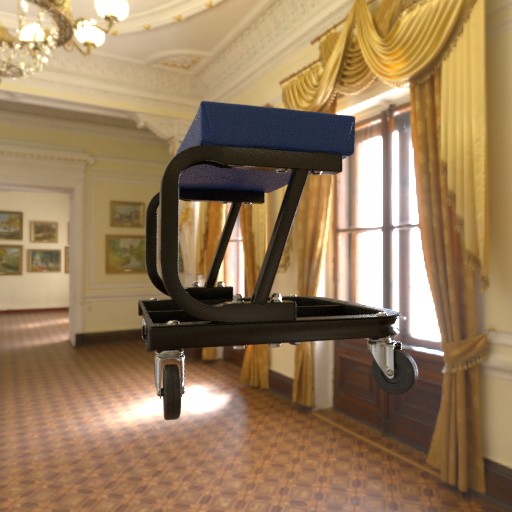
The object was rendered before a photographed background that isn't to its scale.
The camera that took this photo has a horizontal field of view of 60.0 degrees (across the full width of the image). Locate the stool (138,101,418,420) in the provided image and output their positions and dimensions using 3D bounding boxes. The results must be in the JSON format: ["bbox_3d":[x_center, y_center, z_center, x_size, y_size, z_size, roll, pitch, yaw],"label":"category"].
[{"bbox_3d":[0.000,0.000,0.746,0.371,0.380,0.446,0,-1,-17],"label":"stool"}]
